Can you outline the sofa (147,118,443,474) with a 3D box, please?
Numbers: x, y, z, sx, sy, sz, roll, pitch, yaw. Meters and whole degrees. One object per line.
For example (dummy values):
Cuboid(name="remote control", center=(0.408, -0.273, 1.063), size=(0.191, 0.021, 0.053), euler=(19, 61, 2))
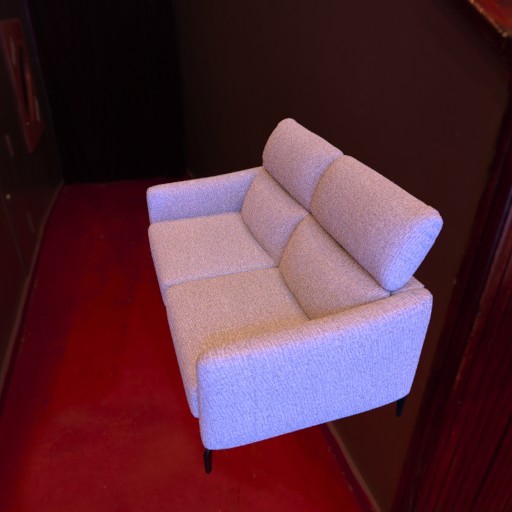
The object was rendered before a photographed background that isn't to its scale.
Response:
Cuboid(name="sofa", center=(0.000, 0.000, 2.108), size=(0.905, 0.950, 1.540), euler=(-10, 32, -15))
